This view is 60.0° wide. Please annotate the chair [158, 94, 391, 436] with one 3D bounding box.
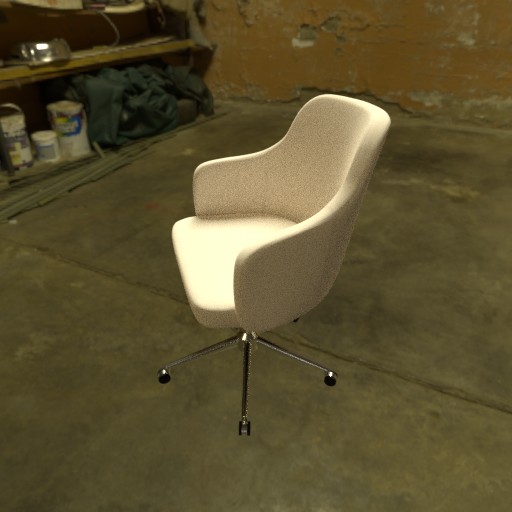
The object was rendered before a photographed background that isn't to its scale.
[{"bbox_3d":[0.000,0.000,1.284,0.647,0.819,0.602,-8,32,-14],"label":"chair"}]
